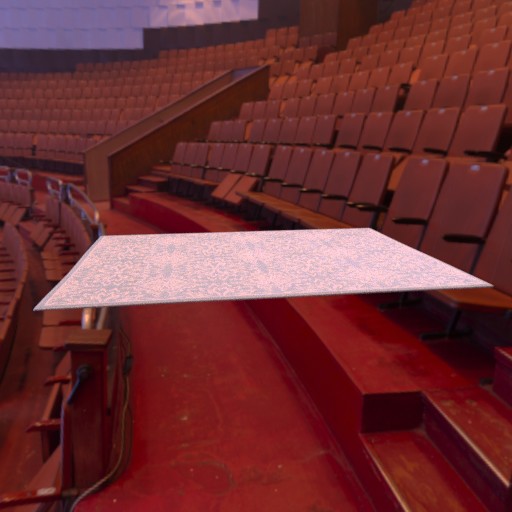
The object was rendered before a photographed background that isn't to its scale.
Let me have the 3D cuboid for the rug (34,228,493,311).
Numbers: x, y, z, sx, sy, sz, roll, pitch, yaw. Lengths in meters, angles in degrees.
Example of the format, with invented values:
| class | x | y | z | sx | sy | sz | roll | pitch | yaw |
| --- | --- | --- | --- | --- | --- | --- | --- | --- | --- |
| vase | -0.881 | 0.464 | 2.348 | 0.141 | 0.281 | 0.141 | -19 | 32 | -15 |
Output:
| class | x | y | z | sx | sy | sz | roll | pitch | yaw |
| --- | --- | --- | --- | --- | --- | --- | --- | --- | --- |
| rug | 0.000 | 0.000 | 2.853 | 2.205 | 0.014 | 1.589 | -2 | 14 | -8 |
